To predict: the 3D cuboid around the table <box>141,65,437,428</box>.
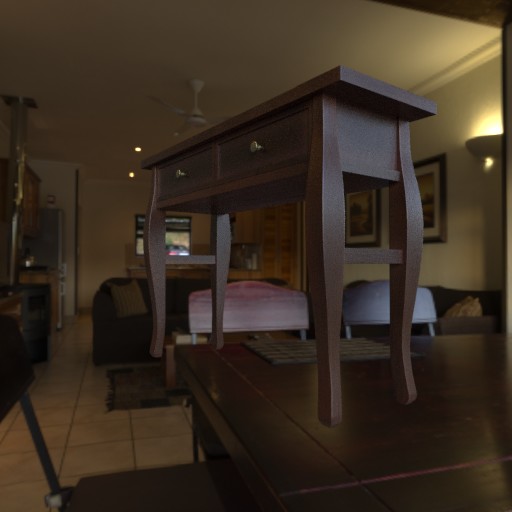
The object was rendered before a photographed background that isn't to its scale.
[{"bbox_3d":[0.000,0.000,1.439,0.373,0.768,1.062,1,-1,-37],"label":"table"}]
